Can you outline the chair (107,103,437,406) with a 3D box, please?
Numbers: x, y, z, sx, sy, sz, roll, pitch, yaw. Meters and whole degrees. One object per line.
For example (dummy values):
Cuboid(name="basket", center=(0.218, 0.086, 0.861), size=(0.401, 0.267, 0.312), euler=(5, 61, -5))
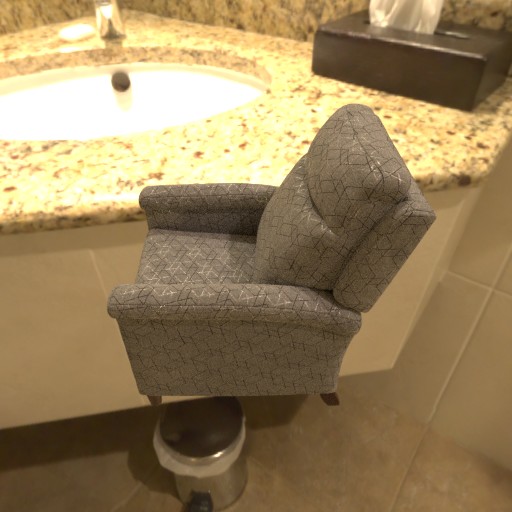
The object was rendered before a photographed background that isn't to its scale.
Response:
Cuboid(name="chair", center=(0.000, 0.000, 1.741), size=(0.987, 1.048, 0.753), euler=(-1, 41, -1))
